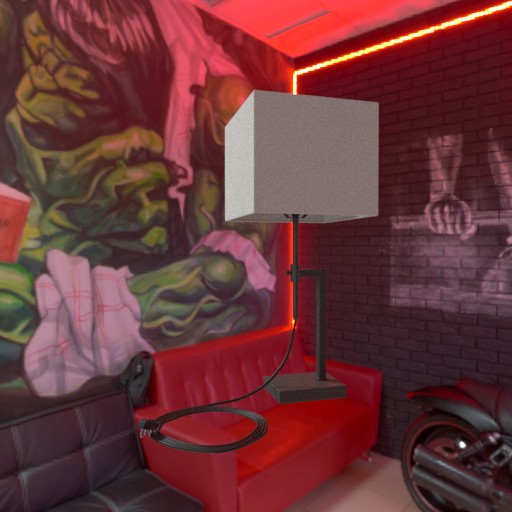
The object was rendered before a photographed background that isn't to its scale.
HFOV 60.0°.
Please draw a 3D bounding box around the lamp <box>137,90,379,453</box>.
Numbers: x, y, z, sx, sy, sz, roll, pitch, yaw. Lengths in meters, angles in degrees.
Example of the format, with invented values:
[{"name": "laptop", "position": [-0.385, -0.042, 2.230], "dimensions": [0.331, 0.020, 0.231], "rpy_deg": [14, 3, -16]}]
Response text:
[{"name": "lamp", "position": [0.000, 0.000, 0.964], "dimensions": [0.504, 0.660, 0.399], "rpy_deg": [0, 1, -16]}]
